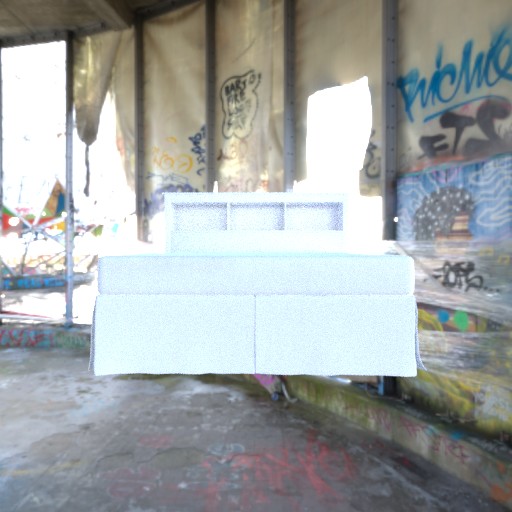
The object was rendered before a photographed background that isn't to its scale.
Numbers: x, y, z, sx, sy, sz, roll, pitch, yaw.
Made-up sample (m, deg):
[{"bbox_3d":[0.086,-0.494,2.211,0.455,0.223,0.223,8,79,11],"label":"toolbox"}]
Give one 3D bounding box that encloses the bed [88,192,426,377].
[{"bbox_3d":[0.000,0.000,3.125,1.671,1.092,2.133,0,1,0],"label":"bed"}]
